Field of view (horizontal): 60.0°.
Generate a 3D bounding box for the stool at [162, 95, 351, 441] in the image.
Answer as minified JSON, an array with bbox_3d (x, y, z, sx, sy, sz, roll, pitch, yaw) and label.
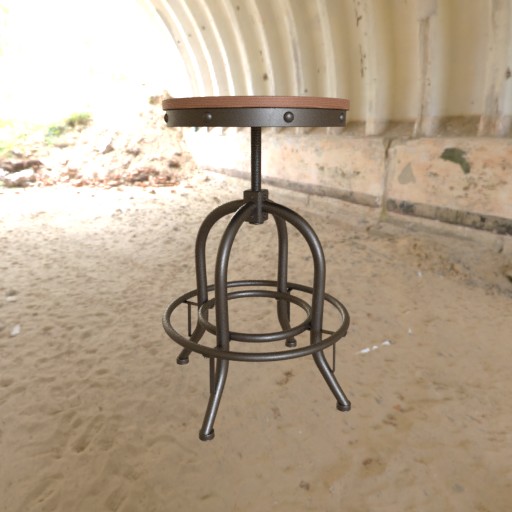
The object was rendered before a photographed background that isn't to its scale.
[{"bbox_3d":[0.000,0.000,0.924,0.439,0.609,0.439,8,18,26],"label":"stool"}]
